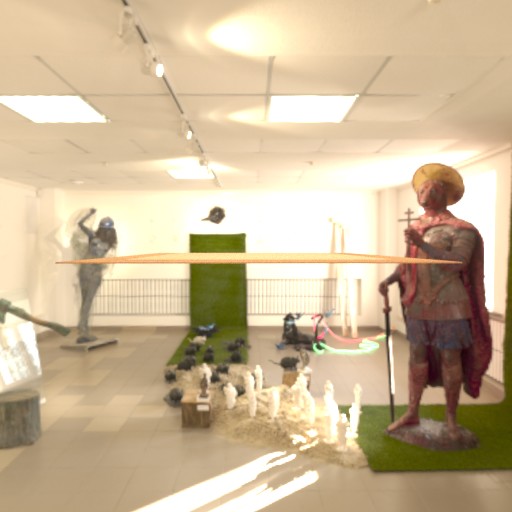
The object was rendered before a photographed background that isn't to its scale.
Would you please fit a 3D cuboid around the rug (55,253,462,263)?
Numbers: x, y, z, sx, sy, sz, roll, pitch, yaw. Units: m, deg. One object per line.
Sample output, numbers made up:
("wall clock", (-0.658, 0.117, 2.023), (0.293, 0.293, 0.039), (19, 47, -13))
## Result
("rug", (0.000, 0.000, 4.175), (2.438, 0.014, 3.048), (0, 1, -1))
